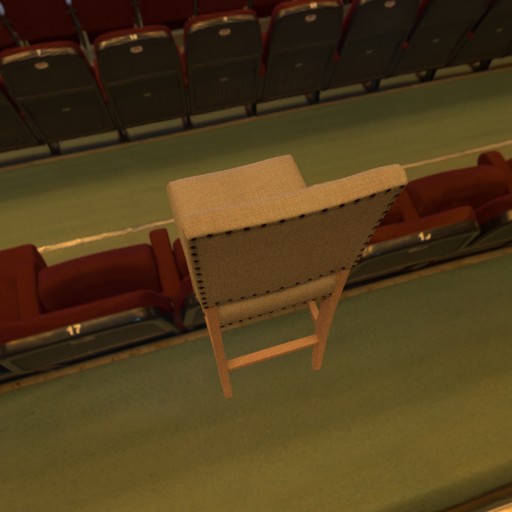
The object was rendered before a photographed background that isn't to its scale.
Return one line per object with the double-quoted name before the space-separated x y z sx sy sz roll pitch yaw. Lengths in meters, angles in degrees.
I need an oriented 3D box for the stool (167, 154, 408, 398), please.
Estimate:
"stool" 0.000 0.000 1.431 0.445 1.173 0.585 -15 59 -9
